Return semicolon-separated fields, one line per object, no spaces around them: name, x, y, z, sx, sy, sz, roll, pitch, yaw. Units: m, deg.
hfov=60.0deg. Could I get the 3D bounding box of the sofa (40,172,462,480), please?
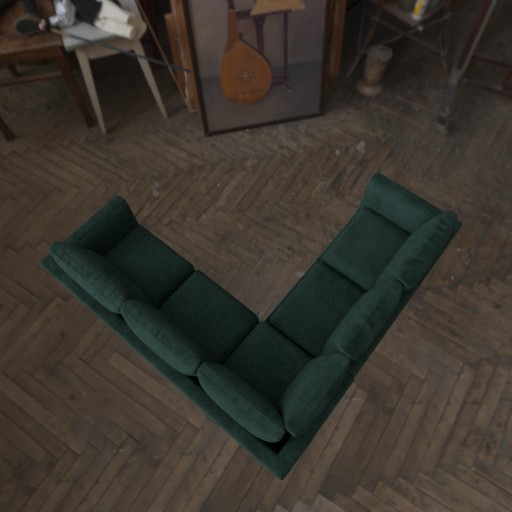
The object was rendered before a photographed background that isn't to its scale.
sofa;0.000;0.000;3.805;2.452;1.004;2.468;36;69;17
